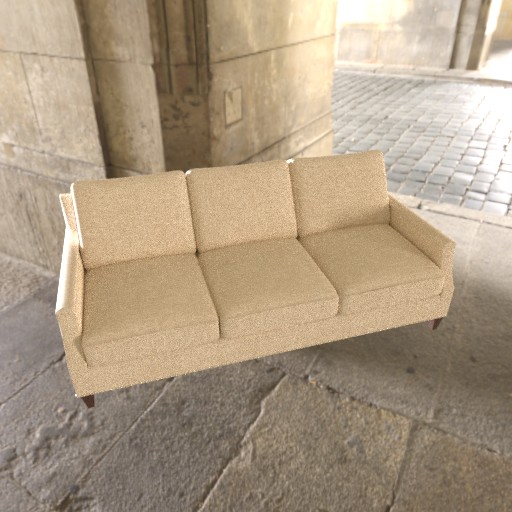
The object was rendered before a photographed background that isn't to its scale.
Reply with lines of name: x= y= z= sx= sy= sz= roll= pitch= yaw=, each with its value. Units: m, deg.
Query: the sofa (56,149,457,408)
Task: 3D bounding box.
sofa: x=0.000 y=0.000 z=2.741 sx=2.210 sy=0.940 sz=1.041 roll=-9 pitch=33 yaw=-14
